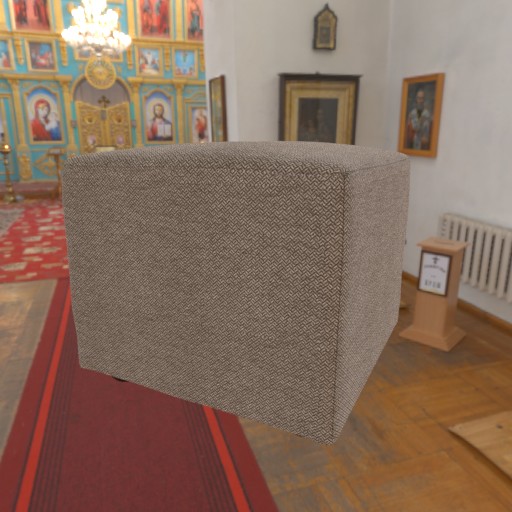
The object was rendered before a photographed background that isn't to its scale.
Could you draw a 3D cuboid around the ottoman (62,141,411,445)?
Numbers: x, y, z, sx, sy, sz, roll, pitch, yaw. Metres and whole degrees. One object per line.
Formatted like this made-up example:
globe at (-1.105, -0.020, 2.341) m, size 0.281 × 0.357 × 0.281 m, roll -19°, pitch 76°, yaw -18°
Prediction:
ottoman at (0.000, 0.000, 0.903) m, size 0.512 × 0.453 × 0.519 m, roll 7°, pitch 16°, yaw 26°
